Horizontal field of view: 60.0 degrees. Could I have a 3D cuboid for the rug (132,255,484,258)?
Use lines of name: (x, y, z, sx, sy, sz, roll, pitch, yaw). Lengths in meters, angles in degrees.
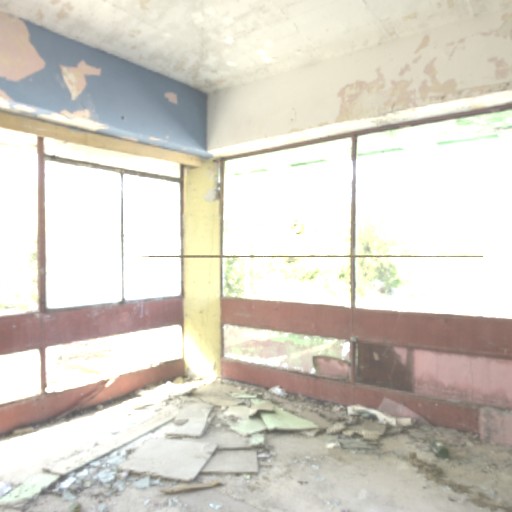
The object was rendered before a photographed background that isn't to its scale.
rug: (0.000, 0.000, 2.349, 1.220, 0.007, 1.828, 0, 0, -17)
